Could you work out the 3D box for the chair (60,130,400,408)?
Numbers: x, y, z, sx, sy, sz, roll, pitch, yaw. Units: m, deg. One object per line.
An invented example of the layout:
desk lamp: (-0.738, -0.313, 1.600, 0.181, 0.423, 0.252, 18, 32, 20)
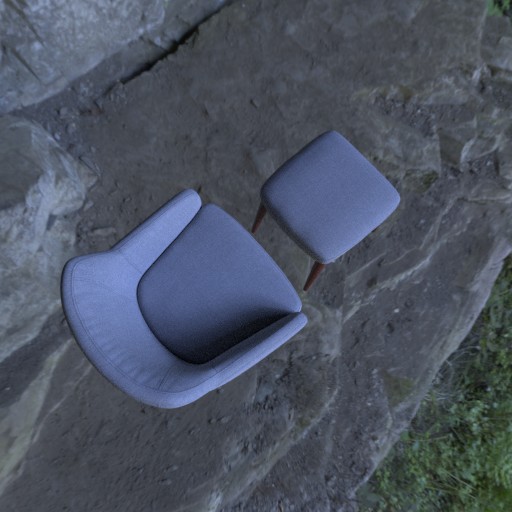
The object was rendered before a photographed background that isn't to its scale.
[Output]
chair: (0.000, 0.000, 1.553, 1.107, 0.799, 0.584, -40, 79, -10)
